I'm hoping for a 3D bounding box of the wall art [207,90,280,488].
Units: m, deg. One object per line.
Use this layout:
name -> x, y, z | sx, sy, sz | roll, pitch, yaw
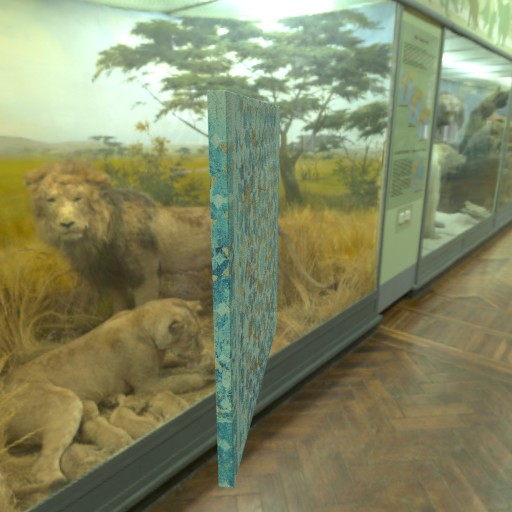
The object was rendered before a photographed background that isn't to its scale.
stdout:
wall art -> 0.000, 0.000, 1.389 | 0.040, 0.916, 0.916 | 3, 17, 9
